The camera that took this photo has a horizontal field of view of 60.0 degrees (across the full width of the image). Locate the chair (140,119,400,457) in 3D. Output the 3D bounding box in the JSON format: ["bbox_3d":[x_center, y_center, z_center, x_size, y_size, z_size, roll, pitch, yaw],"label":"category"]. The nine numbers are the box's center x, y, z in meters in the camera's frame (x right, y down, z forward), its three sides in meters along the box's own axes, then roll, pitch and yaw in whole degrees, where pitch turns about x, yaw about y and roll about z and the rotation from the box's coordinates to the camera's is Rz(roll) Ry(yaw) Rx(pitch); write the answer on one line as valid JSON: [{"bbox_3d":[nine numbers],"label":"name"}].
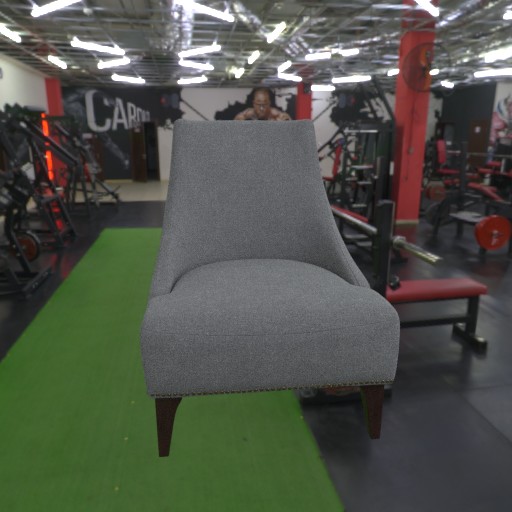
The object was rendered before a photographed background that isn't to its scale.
[{"bbox_3d":[0.000,0.000,1.507,0.701,0.909,0.861,-2,16,-7],"label":"chair"}]
